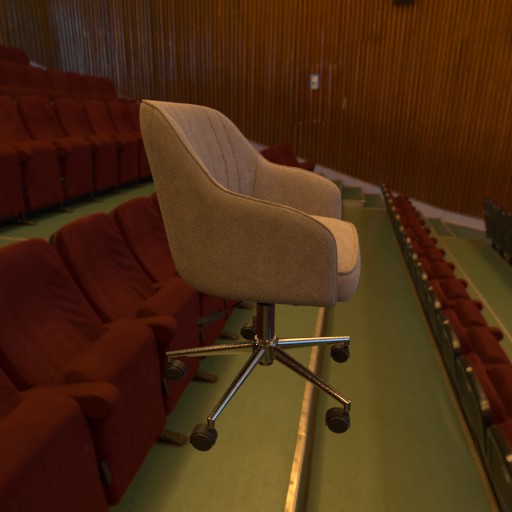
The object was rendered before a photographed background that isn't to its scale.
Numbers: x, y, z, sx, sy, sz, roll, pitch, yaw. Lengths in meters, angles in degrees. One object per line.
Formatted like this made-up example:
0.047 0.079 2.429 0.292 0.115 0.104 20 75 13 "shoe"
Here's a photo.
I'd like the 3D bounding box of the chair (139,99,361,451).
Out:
0.000 0.000 1.253 0.573 0.831 0.635 3 17 11 "chair"
